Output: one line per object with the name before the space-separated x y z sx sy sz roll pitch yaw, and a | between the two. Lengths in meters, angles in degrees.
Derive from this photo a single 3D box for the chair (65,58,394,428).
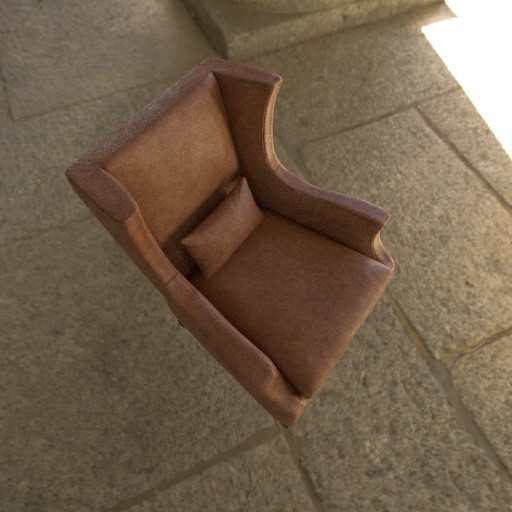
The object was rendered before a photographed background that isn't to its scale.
chair | 0.000 0.000 1.706 0.926 1.016 0.853 32 64 18
